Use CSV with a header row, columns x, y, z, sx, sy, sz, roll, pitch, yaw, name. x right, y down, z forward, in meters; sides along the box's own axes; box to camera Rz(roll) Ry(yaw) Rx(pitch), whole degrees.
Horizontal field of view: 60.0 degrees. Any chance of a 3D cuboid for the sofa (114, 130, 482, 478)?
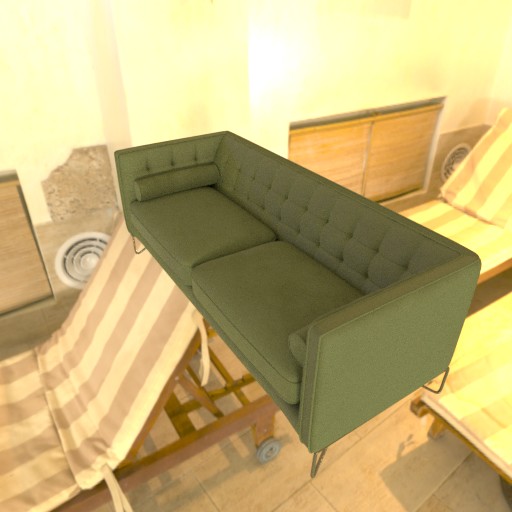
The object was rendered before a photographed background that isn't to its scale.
x,y,z,sx,sy,sz,roll,pitch,yaw,name
0.000,0.000,2.469,0.867,0.789,2.087,-19,36,-27,sofa
